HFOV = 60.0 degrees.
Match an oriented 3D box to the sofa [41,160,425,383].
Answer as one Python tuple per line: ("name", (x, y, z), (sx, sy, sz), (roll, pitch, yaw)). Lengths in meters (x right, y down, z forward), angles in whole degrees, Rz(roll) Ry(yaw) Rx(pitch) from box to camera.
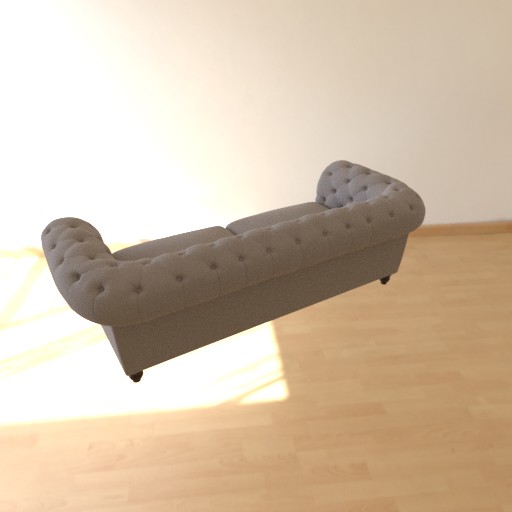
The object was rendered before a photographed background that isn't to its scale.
("sofa", (0.000, 0.000, 2.899), (2.411, 0.749, 0.991), (-17, 33, -27))
